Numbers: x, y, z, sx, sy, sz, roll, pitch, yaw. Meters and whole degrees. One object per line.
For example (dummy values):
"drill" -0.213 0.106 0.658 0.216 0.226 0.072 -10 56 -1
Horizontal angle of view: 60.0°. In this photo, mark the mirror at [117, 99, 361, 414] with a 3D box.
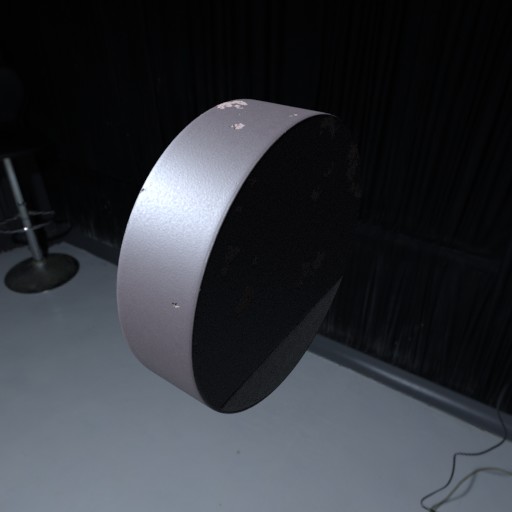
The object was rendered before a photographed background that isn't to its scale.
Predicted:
"mirror" 0.000 0.000 0.591 0.126 0.386 0.386 21 39 29
